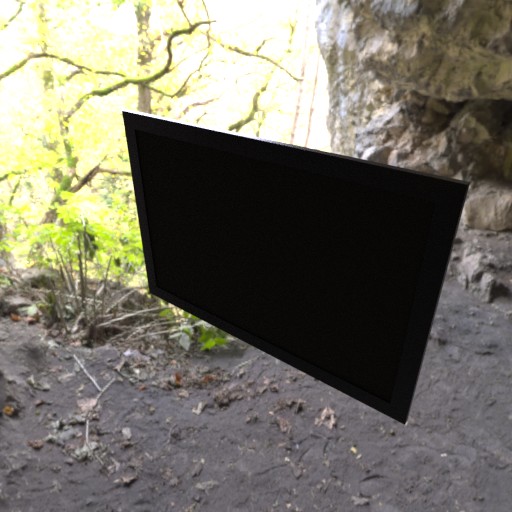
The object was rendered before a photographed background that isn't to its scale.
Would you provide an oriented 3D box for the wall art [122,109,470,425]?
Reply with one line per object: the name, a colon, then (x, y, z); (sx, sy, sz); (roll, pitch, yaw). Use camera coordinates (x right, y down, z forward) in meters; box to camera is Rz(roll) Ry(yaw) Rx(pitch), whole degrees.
wall art: (0.000, 0.000, 0.835); (0.660, 0.447, 0.013); (21, 37, 31)
